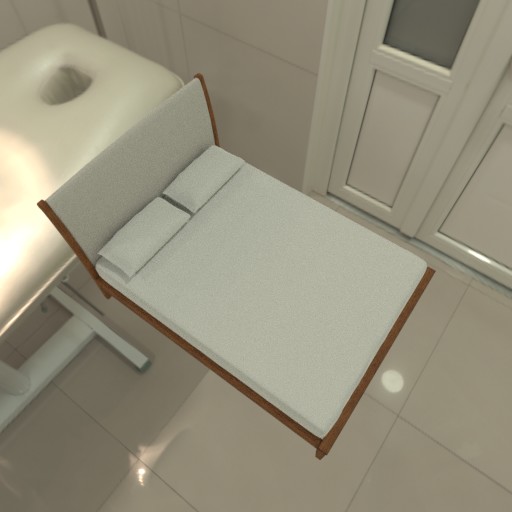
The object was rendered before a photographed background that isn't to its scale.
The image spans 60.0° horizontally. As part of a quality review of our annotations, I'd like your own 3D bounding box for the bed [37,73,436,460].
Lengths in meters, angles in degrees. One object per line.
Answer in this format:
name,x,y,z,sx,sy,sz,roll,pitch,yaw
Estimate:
bed,0.000,0.000,3.028,2.108,1.135,1.502,32,64,18
